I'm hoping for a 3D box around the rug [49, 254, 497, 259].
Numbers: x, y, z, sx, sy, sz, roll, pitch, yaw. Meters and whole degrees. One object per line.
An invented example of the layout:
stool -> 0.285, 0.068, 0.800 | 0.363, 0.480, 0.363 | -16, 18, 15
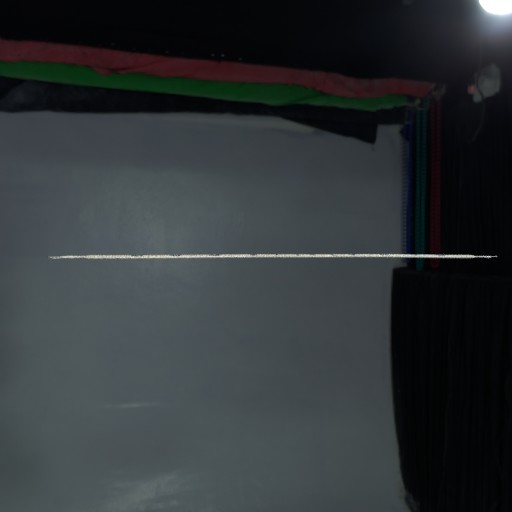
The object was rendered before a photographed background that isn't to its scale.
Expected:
rug -> 0.000, 0.000, 4.131 | 3.213, 0.030, 2.388 | 0, 0, -17
